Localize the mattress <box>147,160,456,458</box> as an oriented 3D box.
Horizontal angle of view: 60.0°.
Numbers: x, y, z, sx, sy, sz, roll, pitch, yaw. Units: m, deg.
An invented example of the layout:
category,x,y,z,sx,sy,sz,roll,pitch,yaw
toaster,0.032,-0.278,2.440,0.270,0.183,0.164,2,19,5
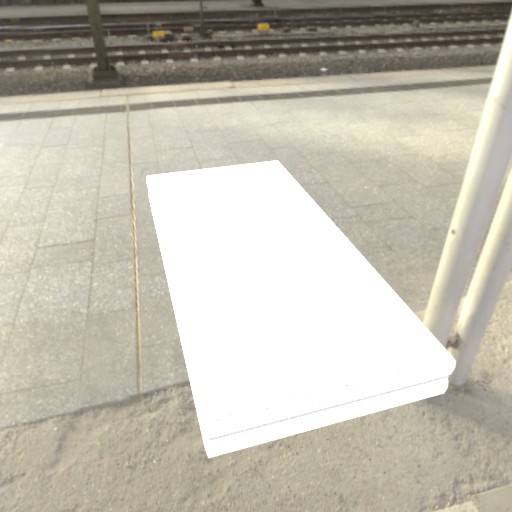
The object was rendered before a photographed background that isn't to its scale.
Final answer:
category,x,y,z,sx,sy,sz,roll,pitch,yaw
mattress,0.000,0.000,2.235,0.900,0.200,1.900,-10,35,-14
